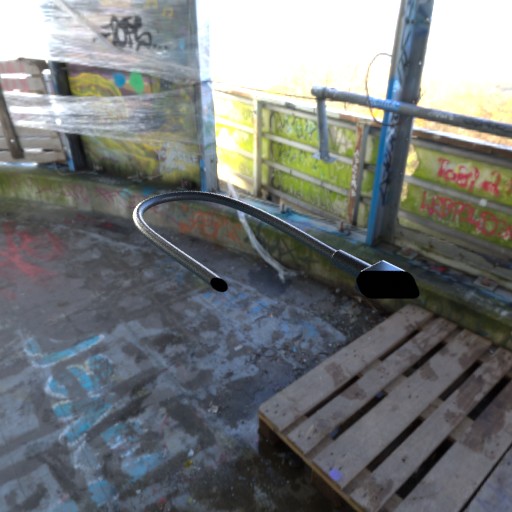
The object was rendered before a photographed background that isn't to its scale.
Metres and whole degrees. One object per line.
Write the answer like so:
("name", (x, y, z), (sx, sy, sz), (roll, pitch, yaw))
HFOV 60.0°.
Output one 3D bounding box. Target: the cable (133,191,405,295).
("cable", (0.000, 0.000, 0.111), (0.040, 0.006, 0.098), (-22, 37, -33))
